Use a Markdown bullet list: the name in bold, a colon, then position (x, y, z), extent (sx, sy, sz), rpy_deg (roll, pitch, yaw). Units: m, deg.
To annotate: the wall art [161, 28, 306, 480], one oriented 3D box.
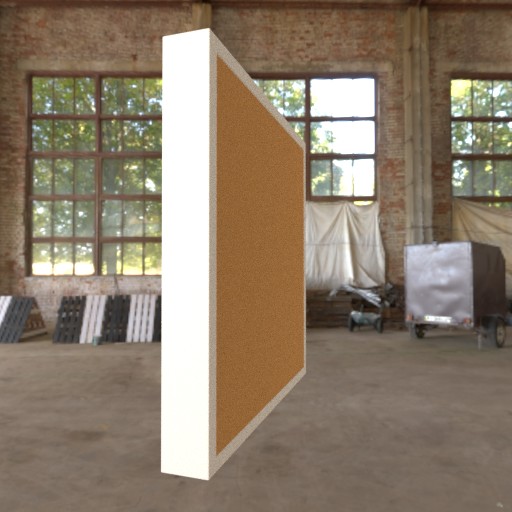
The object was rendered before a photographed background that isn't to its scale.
- **wall art**: position (0.000, 0.000, 0.449), extent (0.037, 0.305, 0.305), rpy_deg (0, -1, 19)
